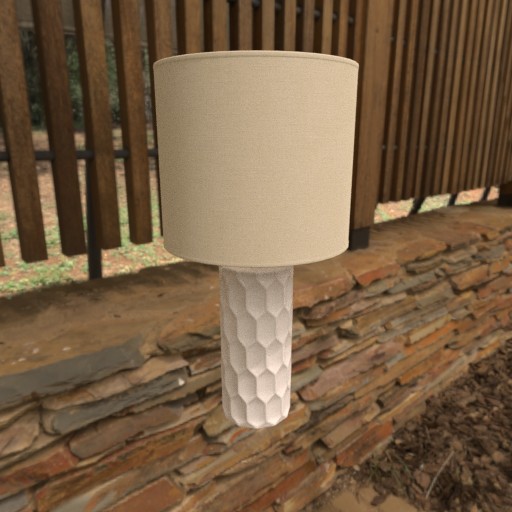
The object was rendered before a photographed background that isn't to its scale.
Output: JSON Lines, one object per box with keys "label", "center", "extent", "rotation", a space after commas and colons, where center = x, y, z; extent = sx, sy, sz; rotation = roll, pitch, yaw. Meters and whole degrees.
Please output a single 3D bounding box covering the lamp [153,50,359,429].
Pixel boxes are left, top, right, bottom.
{"label": "lamp", "center": [0.000, 0.000, 0.682], "extent": [0.277, 0.537, 0.277], "rotation": [15, 21, 42]}
